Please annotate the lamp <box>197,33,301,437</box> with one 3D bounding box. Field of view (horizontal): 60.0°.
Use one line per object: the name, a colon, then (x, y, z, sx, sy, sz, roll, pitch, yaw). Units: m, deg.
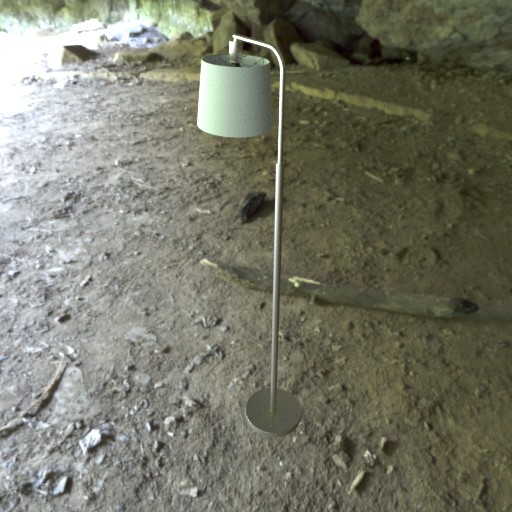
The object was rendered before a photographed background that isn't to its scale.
lamp: (0.000, 0.000, 1.658, 0.254, 1.478, 0.508, -20, 36, -29)
